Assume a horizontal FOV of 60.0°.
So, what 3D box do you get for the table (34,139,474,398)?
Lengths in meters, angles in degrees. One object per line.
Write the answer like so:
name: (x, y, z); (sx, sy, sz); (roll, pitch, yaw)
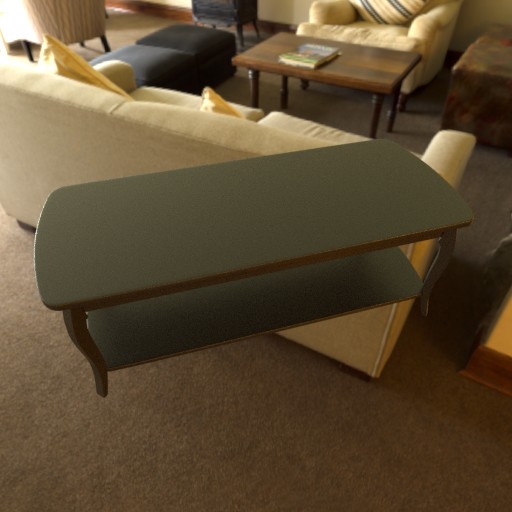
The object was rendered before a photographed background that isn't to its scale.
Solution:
table: (0.000, 0.000, 1.572); (1.333, 0.457, 0.571); (-11, 43, -13)
